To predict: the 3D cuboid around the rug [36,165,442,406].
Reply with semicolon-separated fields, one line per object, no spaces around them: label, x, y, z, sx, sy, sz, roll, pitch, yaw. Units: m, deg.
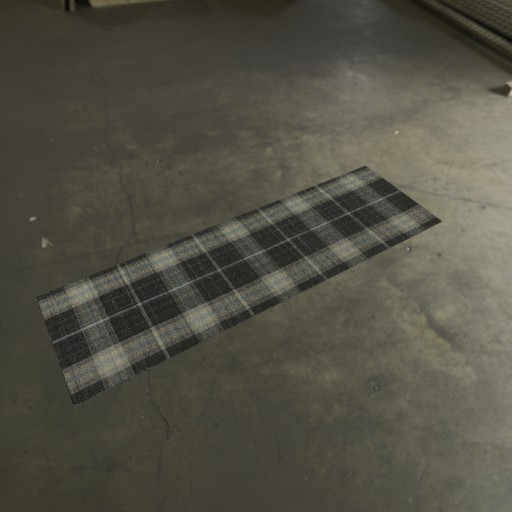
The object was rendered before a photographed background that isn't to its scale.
rug;0.000;0.000;2.702;2.434;0.012;0.760;-24;50;-21
